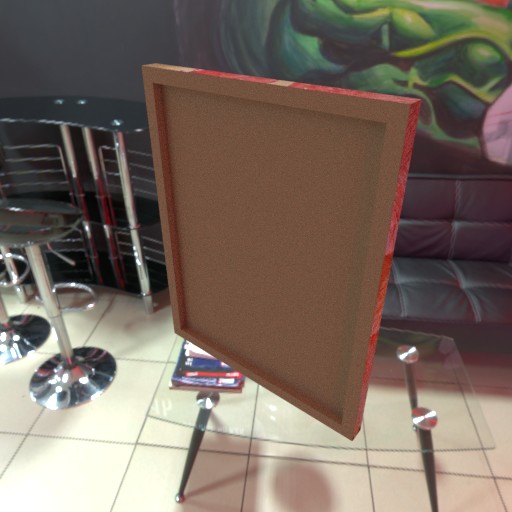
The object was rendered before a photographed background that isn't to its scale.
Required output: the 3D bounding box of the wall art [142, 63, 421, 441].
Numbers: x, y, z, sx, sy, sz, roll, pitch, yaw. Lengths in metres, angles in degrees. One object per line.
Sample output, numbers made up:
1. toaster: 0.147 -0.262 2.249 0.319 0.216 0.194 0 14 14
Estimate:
1. wall art: 0.000 0.000 0.677 0.406 0.508 0.028 22 38 32
